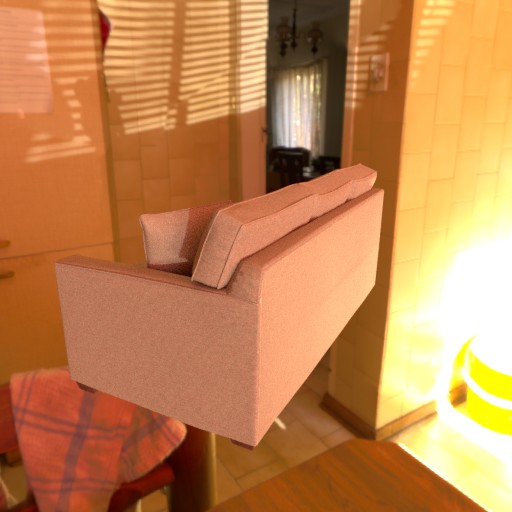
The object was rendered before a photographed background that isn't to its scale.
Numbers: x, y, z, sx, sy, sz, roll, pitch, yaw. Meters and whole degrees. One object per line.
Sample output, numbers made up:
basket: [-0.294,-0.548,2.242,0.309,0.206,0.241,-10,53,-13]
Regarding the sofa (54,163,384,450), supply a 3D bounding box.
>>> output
sofa: [0.000,0.000,2.579,1.034,0.946,1.963,8,19,26]
